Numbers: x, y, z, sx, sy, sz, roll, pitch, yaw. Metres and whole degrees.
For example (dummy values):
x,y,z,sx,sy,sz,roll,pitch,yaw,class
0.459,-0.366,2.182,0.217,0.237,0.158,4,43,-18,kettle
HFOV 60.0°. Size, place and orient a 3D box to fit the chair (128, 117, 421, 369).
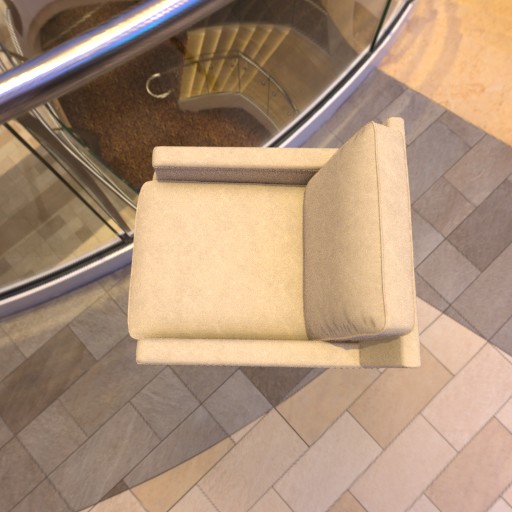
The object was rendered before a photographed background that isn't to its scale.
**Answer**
x,y,z,sx,sy,sz,roll,pitch,yaw,class
0.000,0.000,1.751,1.014,0.943,0.853,1,76,0,chair
